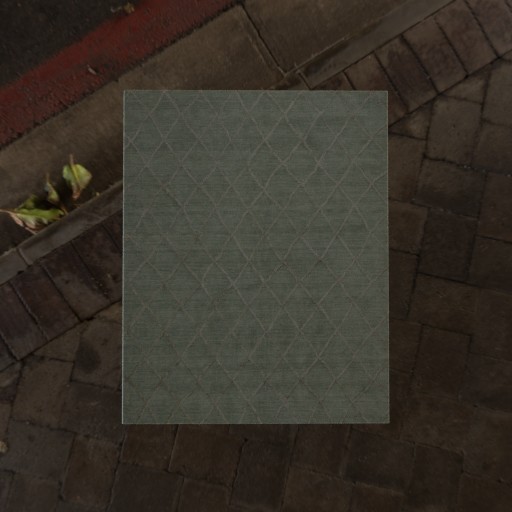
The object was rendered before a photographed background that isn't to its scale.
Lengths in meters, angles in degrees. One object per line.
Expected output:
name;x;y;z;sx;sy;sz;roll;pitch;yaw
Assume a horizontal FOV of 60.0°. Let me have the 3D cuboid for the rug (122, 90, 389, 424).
rug;0.000;0.000;4.046;2.420;0.019;3.039;0;89;-1
